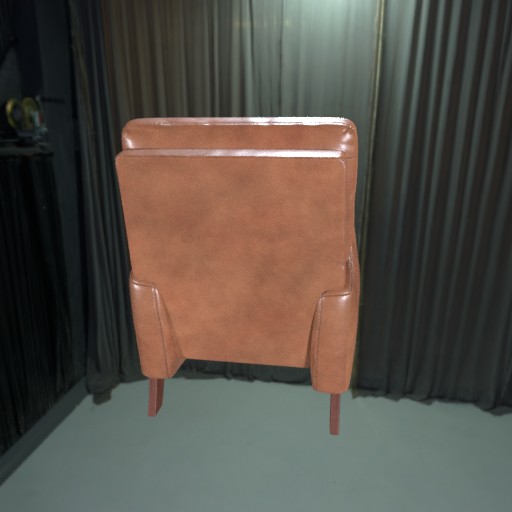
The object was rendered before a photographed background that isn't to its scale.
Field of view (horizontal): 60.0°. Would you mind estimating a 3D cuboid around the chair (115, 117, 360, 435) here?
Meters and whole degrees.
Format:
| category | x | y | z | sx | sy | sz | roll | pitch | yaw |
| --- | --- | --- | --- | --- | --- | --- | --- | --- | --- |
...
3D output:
| category | x | y | z | sx | sy | sz | roll | pitch | yaw |
| --- | --- | --- | --- | --- | --- | --- | --- | --- | --- |
| chair | 0.000 | 0.000 | 1.684 | 0.762 | 0.990 | 0.990 | 2 | 16 | 8 |
